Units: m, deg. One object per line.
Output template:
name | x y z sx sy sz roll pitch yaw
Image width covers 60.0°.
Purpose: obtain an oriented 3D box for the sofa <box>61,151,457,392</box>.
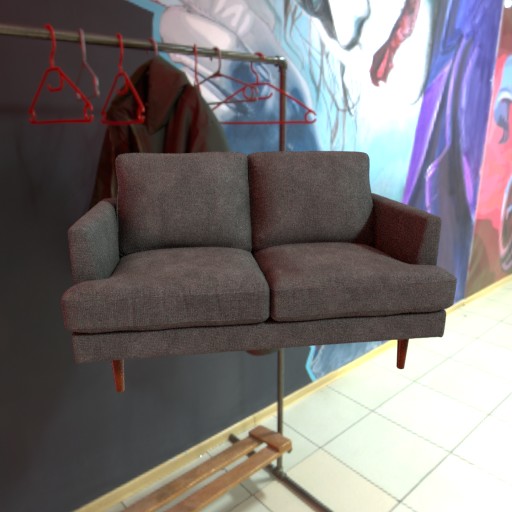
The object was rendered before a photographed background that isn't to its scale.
sofa | 0.000 0.000 2.132 1.582 0.956 0.903 -2 16 -8
